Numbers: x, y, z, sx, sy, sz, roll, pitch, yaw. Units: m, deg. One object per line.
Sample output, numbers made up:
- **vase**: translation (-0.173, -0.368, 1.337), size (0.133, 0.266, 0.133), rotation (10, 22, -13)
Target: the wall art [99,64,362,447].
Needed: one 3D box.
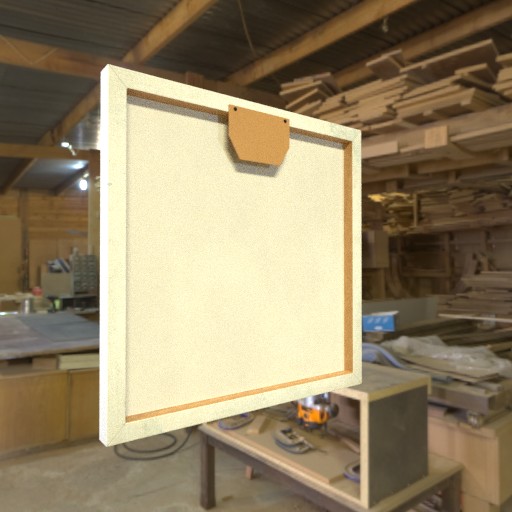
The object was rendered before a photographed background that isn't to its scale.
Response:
- **wall art**: translation (0.000, 0.000, 0.890), size (0.605, 0.605, 0.044), rotation (0, -1, -36)
